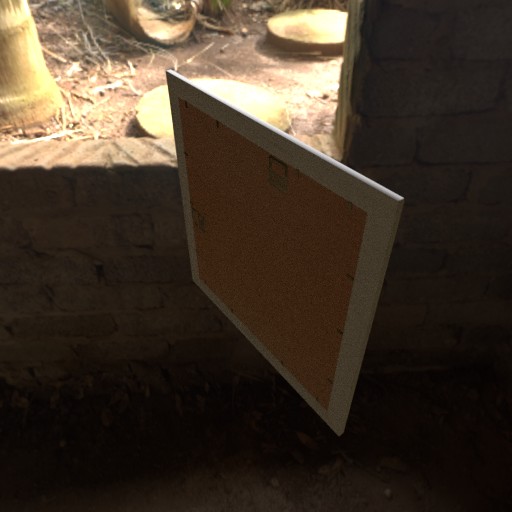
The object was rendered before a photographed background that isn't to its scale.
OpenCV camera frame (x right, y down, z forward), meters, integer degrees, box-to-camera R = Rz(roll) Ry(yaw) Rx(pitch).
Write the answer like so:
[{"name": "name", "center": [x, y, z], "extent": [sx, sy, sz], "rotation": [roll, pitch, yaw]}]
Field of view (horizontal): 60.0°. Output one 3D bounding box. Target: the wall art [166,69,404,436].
[{"name": "wall art", "center": [0.000, 0.000, 0.905], "extent": [0.013, 0.584, 0.584], "rotation": [-27, 48, -27]}]
